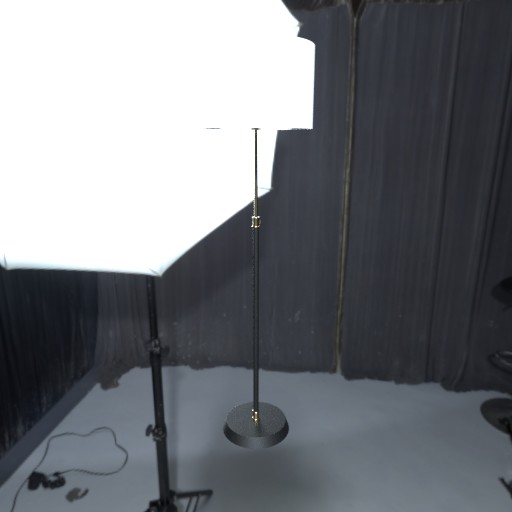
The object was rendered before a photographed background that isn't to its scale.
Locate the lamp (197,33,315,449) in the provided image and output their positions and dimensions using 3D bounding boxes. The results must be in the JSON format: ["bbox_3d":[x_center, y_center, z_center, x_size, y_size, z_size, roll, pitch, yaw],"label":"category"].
[{"bbox_3d":[0.000,0.000,1.713,0.404,1.517,0.404,2,15,8],"label":"lamp"}]
